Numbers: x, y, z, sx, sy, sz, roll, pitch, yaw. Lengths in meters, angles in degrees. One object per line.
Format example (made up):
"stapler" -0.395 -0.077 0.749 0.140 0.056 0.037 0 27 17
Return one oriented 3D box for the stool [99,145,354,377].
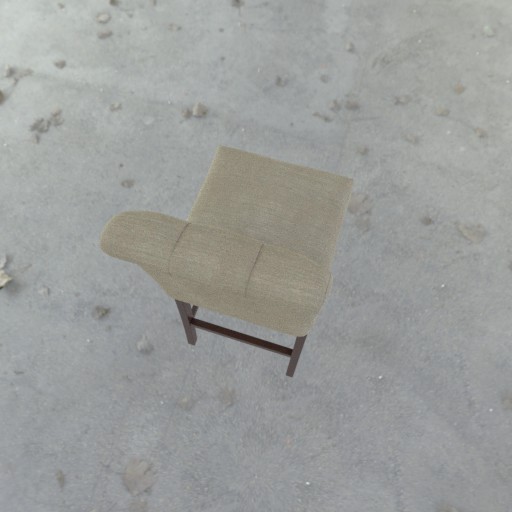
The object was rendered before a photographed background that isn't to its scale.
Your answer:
"stool" 0.000 0.000 1.447 0.486 1.084 0.660 16 65 8
